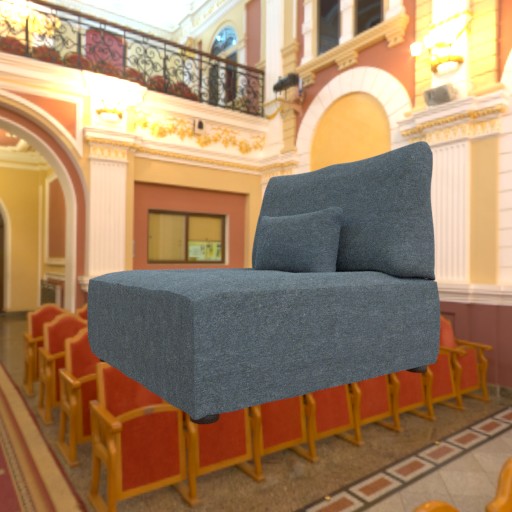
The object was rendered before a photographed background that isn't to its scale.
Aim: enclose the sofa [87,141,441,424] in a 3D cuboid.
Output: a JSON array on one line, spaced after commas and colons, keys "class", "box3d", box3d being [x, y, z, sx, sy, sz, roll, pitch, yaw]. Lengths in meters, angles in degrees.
[{"class": "sofa", "box3d": [0.000, 0.000, 1.684, 1.000, 0.820, 0.930, 0, 0, -35]}]
